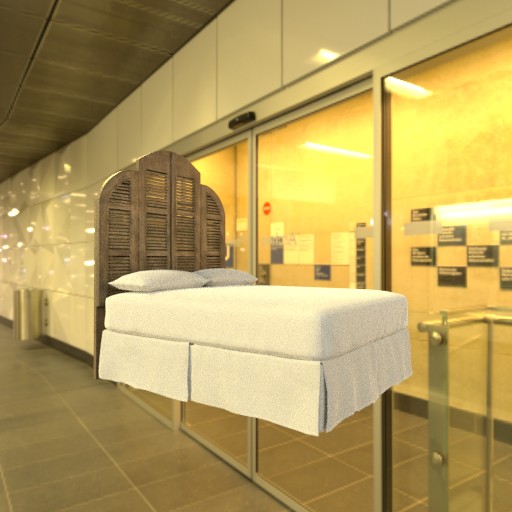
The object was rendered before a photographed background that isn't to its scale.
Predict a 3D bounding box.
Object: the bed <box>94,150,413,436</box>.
[{"bbox_3d":[0.000,0.000,3.692,2.138,2.019,1.713,0,-1,35],"label":"bed"}]
